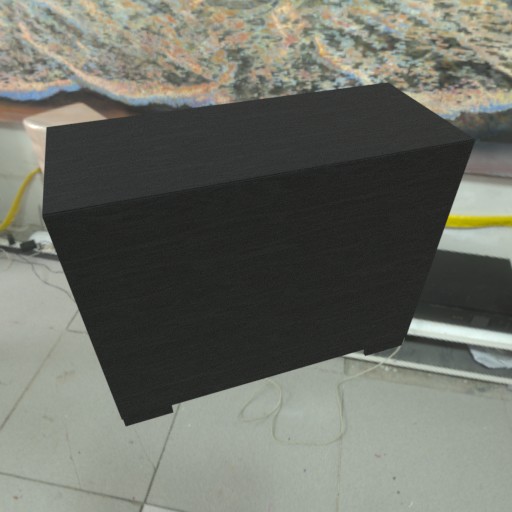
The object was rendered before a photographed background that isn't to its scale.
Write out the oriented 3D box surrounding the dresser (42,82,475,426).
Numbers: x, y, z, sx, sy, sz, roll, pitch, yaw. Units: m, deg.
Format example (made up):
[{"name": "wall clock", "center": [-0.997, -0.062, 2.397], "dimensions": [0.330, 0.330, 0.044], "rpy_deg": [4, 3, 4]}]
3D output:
[{"name": "dresser", "center": [0.000, 0.000, 1.374], "dimensions": [0.994, 0.816, 0.404], "rpy_deg": [-12, 43, -14]}]
